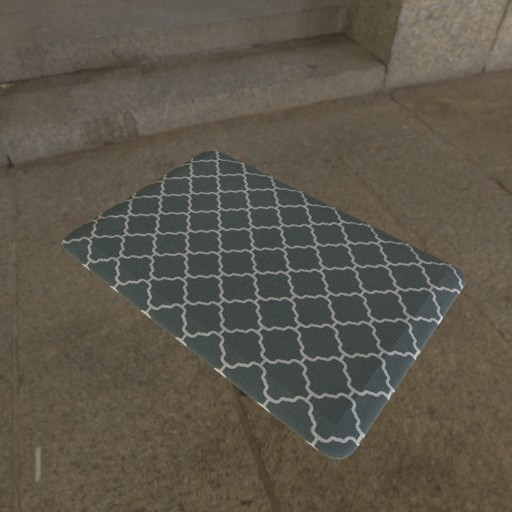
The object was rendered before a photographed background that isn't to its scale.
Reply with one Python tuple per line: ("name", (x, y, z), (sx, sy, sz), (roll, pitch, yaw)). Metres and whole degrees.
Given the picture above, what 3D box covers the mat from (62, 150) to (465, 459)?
("mat", (0.000, 0.000, 0.966), (0.762, 0.021, 0.508), (31, 54, 26))
